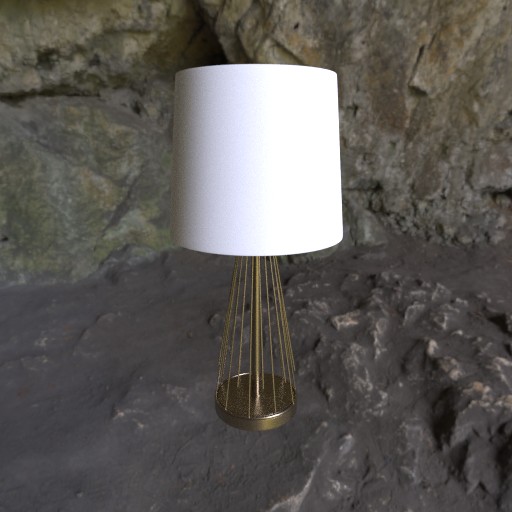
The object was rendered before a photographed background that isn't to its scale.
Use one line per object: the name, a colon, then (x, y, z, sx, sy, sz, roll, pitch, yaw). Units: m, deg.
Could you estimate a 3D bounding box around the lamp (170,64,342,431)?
lamp: (0.000, 0.000, 0.801, 0.303, 0.618, 0.303, 0, 15, 0)
